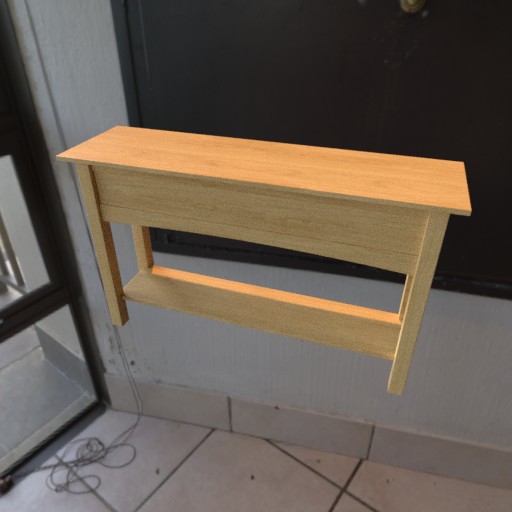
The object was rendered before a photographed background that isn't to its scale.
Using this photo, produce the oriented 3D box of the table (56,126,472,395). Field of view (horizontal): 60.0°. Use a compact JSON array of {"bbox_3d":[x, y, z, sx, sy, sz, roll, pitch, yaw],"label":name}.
[{"bbox_3d":[0.000,0.000,1.595,1.240,0.730,0.350,10,34,15],"label":"table"}]
